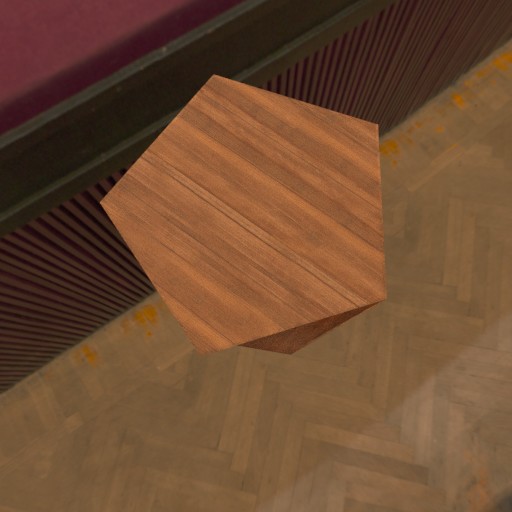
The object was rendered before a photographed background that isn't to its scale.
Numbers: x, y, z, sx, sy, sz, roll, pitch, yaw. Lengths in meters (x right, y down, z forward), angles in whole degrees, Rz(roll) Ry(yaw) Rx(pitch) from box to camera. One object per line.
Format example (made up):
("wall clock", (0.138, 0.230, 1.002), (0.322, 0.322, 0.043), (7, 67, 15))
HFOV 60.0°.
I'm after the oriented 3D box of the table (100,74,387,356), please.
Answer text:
("table", (0.000, 0.000, 0.919), (0.441, 0.604, 0.425), (-32, 79, -7))
